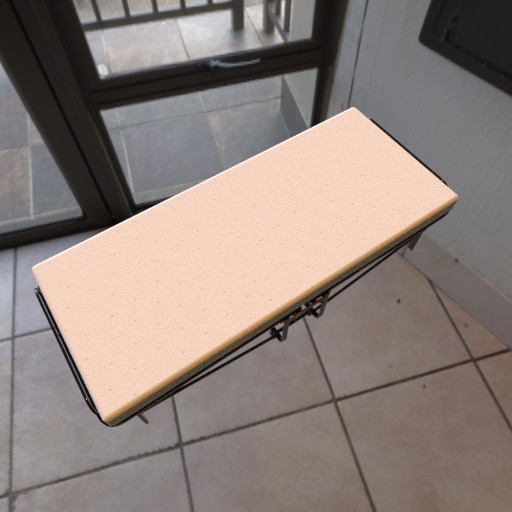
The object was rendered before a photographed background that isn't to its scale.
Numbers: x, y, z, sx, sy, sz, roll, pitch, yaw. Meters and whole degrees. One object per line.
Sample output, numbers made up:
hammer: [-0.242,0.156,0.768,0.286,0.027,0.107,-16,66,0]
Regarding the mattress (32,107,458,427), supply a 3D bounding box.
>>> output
mattress: [0.000,0.000,2.503,2.153,0.519,0.922,-30,63,-17]
